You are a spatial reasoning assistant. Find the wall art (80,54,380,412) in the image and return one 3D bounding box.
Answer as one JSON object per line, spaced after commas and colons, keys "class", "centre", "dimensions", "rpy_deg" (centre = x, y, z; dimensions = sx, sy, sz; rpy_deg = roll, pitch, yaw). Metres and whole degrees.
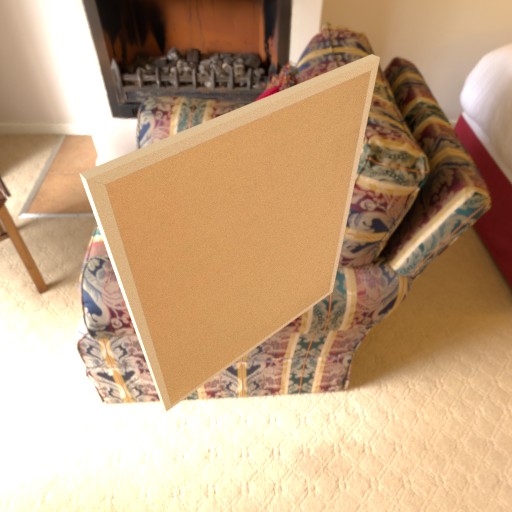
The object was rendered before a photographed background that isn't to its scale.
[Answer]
{"class": "wall art", "centre": [0.000, 0.000, 0.625], "dimensions": [0.382, 0.456, 0.013], "rpy_deg": [-31, 54, -26]}
